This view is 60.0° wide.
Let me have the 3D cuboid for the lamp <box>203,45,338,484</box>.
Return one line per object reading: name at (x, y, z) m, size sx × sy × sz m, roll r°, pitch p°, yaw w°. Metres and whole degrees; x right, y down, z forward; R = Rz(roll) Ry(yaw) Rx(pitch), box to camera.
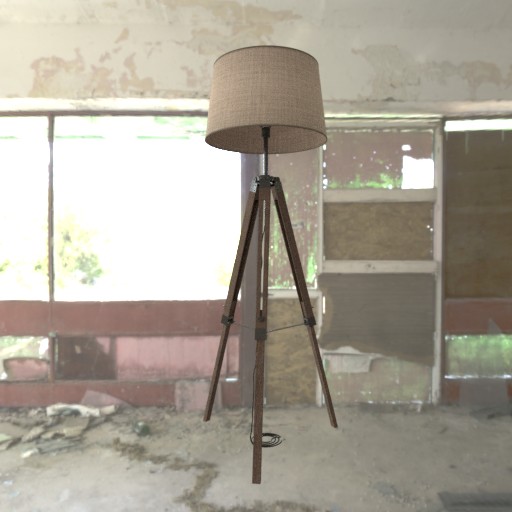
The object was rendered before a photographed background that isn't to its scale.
lamp at (0.000, 0.000, 1.831) m, size 0.587 × 1.510 × 0.604 m, roll 1°, pitch 2°, yaw 36°
